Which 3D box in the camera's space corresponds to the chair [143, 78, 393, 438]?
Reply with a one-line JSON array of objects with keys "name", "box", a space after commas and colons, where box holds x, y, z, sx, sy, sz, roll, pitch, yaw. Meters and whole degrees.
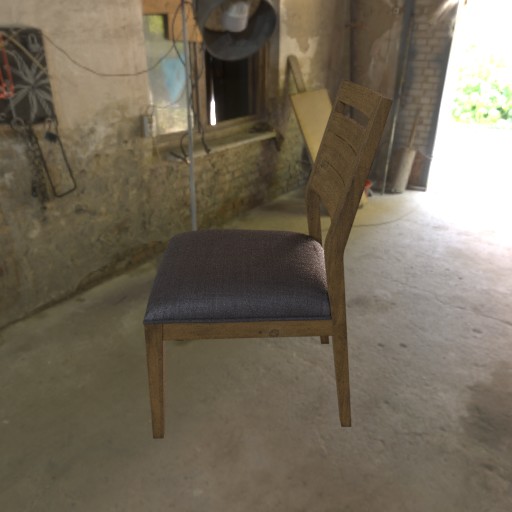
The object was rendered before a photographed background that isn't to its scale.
[{"name": "chair", "box": [0.000, 0.000, 1.306, 0.610, 0.939, 0.501, -1, 27, -1]}]
